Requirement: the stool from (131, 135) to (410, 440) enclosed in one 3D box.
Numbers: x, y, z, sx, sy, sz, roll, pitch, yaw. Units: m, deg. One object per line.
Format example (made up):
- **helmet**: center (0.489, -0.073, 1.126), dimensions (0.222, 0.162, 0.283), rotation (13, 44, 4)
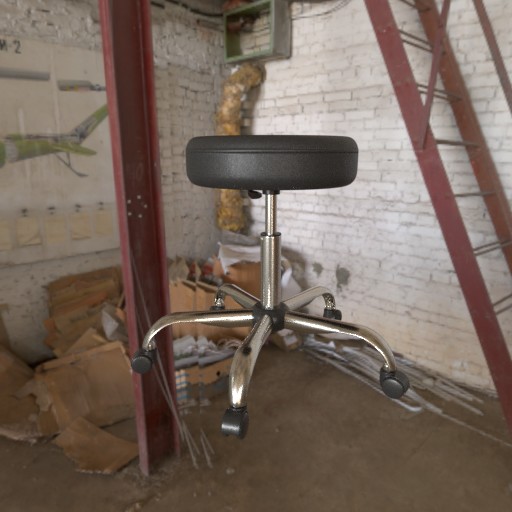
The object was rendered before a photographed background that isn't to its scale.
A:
- **stool**: center (0.000, 0.000, 1.110), dimensions (0.638, 0.576, 0.673), rotation (-2, 14, -9)
